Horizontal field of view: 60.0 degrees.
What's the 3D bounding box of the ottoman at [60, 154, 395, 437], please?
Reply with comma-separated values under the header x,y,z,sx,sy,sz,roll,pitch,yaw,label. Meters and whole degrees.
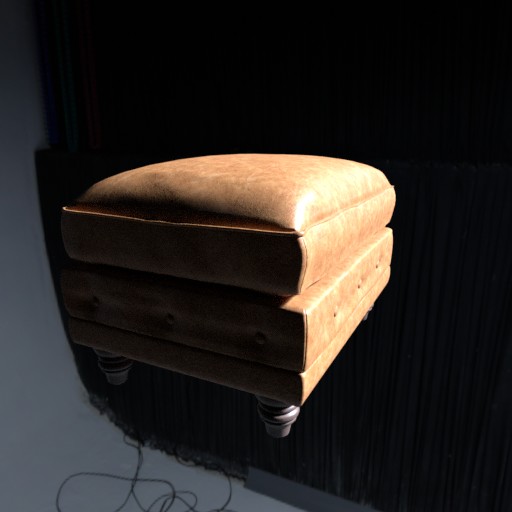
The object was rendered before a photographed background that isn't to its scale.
x,y,z,sx,sy,sz,roll,pitch,yaw,label
0.000,0.000,1.076,0.533,0.480,0.710,8,17,26,ottoman
